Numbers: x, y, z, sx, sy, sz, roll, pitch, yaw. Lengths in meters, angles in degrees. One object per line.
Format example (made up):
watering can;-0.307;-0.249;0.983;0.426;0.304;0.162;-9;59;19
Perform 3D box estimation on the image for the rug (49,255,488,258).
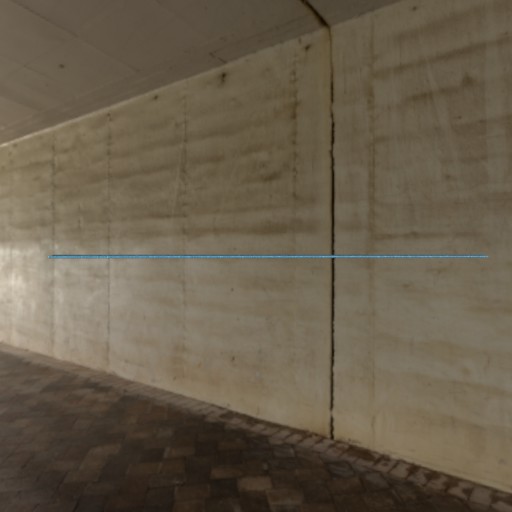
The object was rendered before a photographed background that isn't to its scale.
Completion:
rug;0.000;0.000;2.301;1.833;0.012;1.211;0;0;-19
